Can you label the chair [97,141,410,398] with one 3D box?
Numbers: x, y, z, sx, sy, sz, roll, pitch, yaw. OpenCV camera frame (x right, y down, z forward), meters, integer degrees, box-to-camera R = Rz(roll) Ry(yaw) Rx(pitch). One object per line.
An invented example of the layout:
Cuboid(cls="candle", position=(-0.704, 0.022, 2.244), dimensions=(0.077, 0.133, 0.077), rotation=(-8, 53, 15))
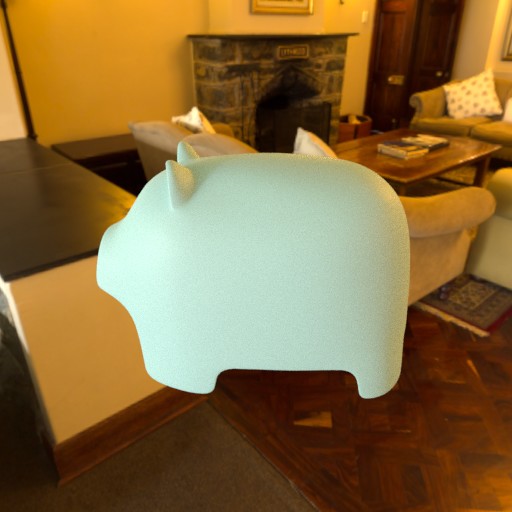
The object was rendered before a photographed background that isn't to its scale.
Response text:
Cuboid(cls="chair", position=(0.000, 0.000, 0.888), dimensions=(0.619, 0.423, 0.364), rotation=(0, 27, 0))
